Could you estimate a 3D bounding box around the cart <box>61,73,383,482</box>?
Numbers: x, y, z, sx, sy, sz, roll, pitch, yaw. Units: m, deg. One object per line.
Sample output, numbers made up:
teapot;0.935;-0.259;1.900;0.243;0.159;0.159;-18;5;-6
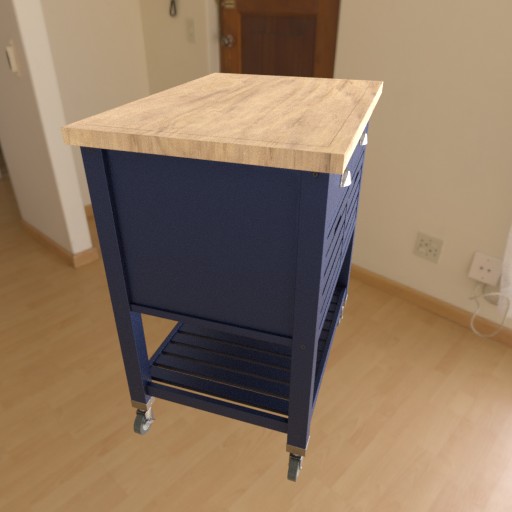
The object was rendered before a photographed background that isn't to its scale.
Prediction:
cart;0.000;0.000;1.359;0.567;0.920;0.797;10;32;16
